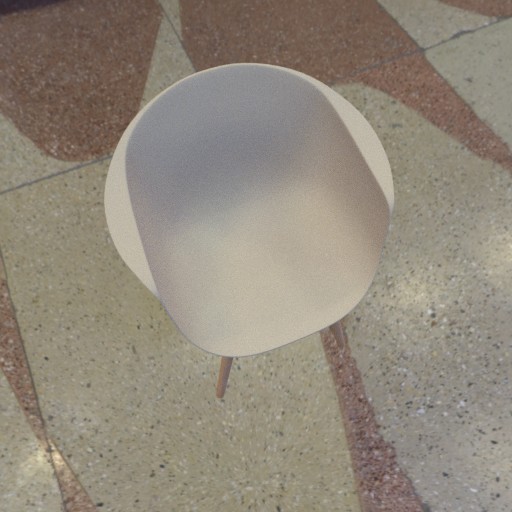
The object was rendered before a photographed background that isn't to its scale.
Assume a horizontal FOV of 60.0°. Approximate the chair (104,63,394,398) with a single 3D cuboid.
[{"bbox_3d":[0.000,0.000,1.151,0.593,0.781,0.504,-20,65,-10],"label":"chair"}]
